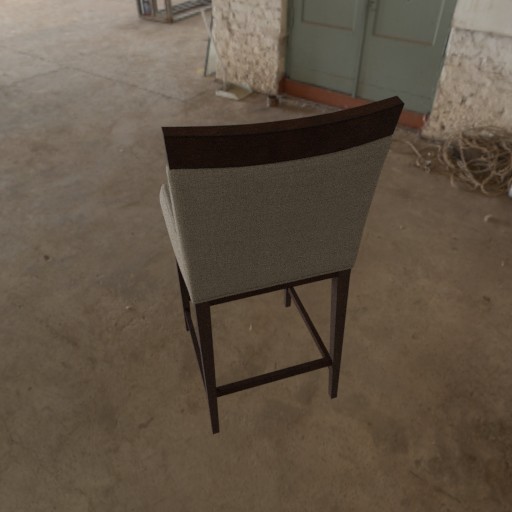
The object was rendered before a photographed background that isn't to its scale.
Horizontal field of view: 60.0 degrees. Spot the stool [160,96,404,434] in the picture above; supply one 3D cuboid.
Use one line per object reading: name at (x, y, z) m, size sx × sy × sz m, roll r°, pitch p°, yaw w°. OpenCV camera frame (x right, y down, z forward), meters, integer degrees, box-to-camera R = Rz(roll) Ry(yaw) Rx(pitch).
stool at (0.000, 0.000, 1.405) m, size 0.511 × 1.117 × 0.531 m, roll -12°, pitch 42°, yaw -13°
